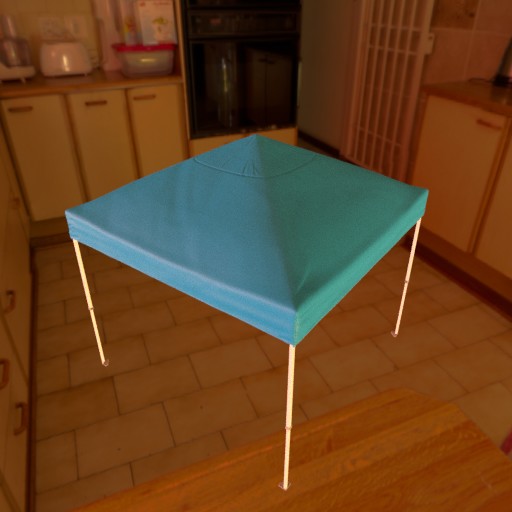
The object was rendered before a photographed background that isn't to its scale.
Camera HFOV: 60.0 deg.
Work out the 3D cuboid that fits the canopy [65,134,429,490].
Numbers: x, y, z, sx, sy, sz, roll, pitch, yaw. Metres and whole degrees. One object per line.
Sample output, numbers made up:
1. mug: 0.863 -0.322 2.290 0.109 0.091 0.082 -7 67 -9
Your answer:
1. canopy: 0.000 0.000 5.448 2.996 2.997 2.998 21 37 31
